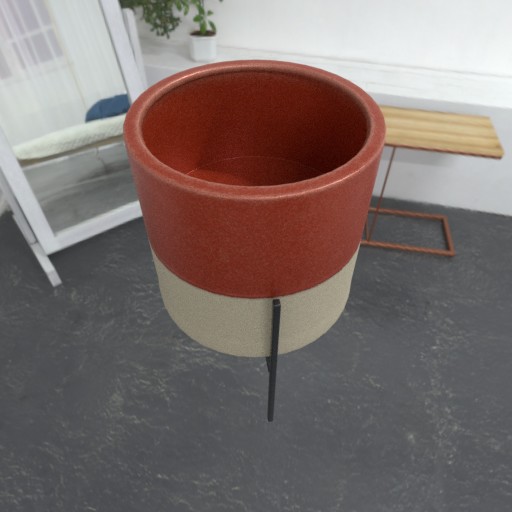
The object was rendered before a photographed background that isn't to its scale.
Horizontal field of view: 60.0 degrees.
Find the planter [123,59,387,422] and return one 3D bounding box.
[{"bbox_3d":[0.000,0.000,0.520,0.235,0.354,0.251,-6,47,-5],"label":"planter"}]
